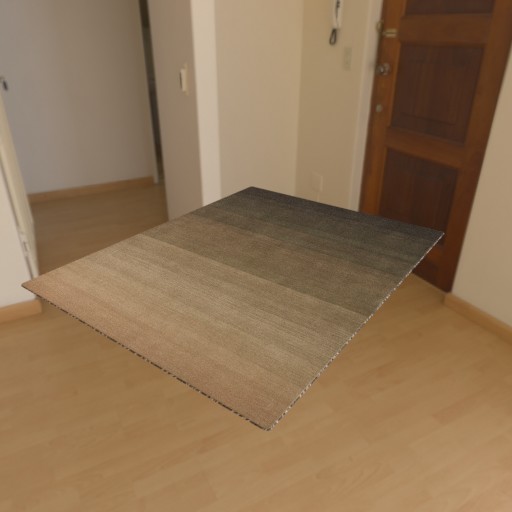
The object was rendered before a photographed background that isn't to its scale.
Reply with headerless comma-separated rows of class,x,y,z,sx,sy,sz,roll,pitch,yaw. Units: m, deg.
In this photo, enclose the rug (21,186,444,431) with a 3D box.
rug,0.000,0.000,3.775,2.306,0.017,2.902,19,33,32
